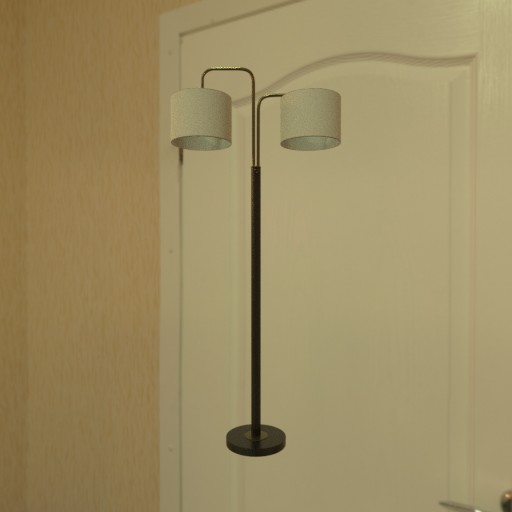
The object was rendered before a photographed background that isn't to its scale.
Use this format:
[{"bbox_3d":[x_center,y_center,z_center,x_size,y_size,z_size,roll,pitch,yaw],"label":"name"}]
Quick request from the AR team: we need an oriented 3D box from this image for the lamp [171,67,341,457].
[{"bbox_3d":[0.000,0.000,1.872,0.711,1.587,0.254,0,1,0],"label":"lamp"}]
